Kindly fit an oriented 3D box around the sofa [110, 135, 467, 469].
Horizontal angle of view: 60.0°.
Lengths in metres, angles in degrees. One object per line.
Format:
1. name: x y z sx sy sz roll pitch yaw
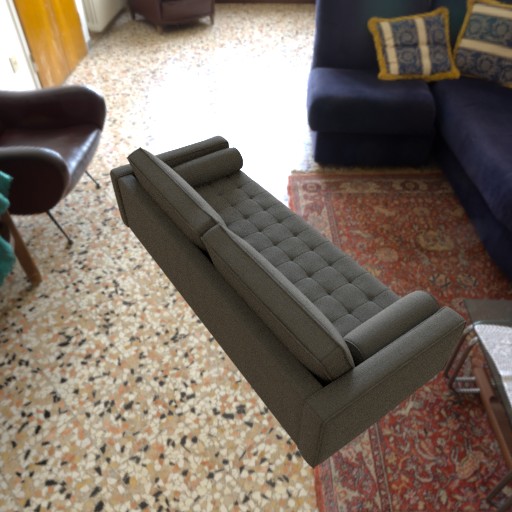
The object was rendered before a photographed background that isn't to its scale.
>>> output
1. sofa: 0.000 0.000 2.645 0.914 0.762 2.198 -25 48 -25
